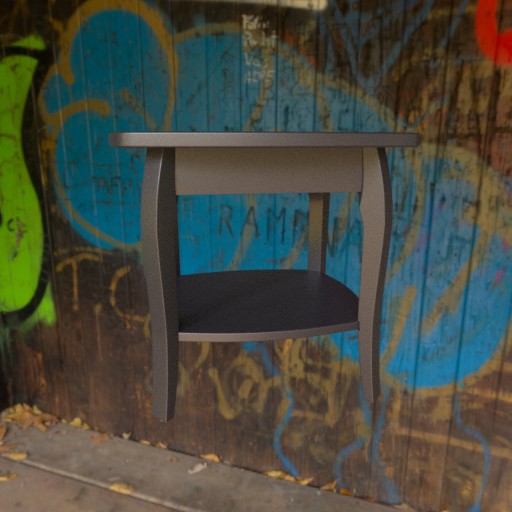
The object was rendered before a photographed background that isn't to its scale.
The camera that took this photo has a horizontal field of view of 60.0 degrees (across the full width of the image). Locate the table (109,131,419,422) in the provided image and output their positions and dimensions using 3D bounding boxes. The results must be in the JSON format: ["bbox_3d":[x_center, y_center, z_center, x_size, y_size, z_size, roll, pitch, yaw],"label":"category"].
[{"bbox_3d":[0.000,0.000,0.866,0.508,0.457,0.457,-2,14,-9],"label":"table"}]
